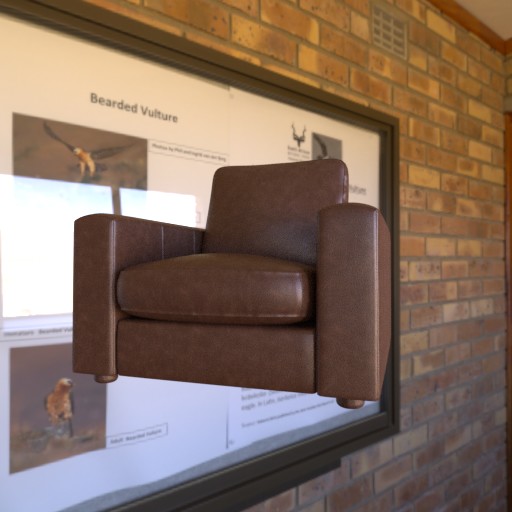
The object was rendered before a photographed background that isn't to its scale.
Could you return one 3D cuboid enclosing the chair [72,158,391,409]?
[{"bbox_3d":[0.000,0.000,1.774,1.005,0.873,1.016,0,-1,19],"label":"chair"}]
